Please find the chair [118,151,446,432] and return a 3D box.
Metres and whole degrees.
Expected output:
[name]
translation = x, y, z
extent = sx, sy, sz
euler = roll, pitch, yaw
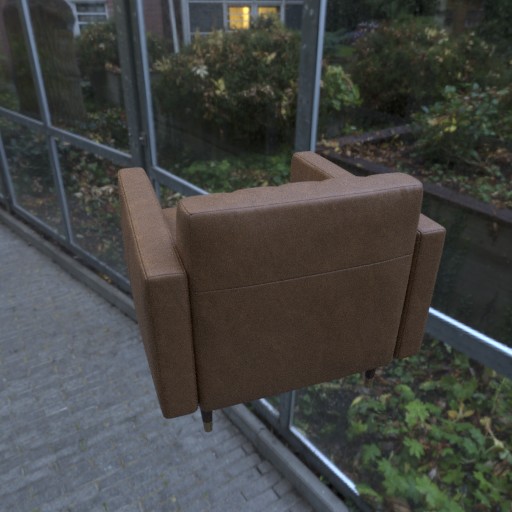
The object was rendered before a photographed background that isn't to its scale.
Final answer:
[chair]
translation = 0.000, 0.000, 1.706
extent = 0.953, 0.819, 0.998
euler = -9, 29, -17
